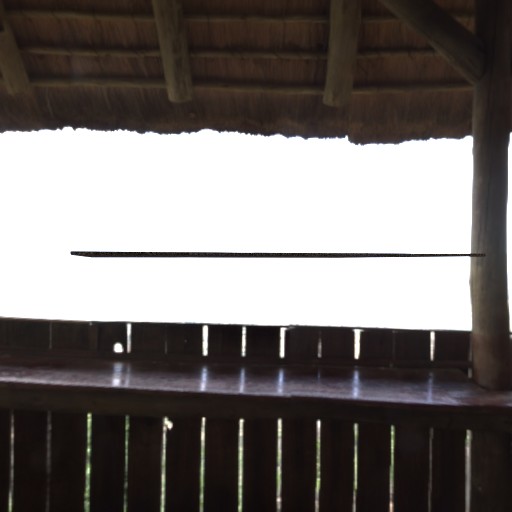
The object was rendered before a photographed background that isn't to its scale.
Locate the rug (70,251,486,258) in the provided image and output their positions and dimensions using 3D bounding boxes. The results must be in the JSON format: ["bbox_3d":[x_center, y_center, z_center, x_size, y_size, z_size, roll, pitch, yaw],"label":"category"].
[{"bbox_3d":[0.000,0.000,4.125,3.000,0.025,2.401,0,-1,-18],"label":"rug"}]
